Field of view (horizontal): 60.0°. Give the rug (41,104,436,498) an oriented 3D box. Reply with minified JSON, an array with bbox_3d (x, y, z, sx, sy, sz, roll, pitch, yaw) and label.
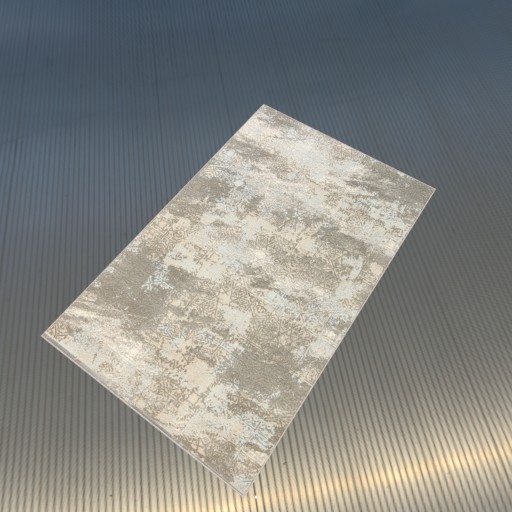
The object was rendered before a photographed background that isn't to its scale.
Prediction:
[{"bbox_3d":[0.000,0.000,2.996,1.536,0.012,2.431,31,66,16],"label":"rug"}]
